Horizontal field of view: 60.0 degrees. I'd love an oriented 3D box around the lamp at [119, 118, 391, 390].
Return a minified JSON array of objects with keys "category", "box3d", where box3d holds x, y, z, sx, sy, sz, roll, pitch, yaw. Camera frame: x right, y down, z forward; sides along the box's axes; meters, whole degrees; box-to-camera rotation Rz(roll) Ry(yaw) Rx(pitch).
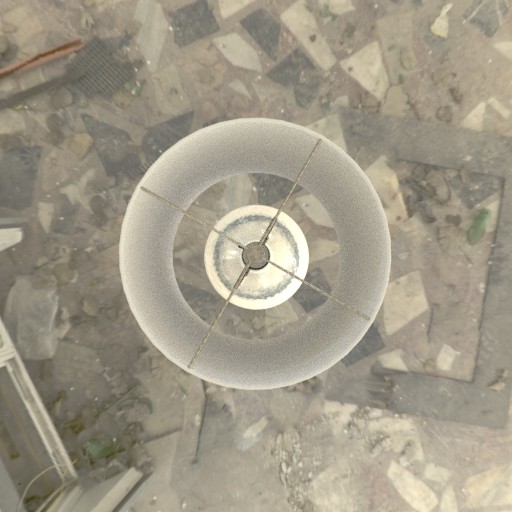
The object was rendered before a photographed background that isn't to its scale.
[{"category":"lamp","box3d":[0.000,0.000,0.554,0.216,0.404,0.216,0,89,0]}]
